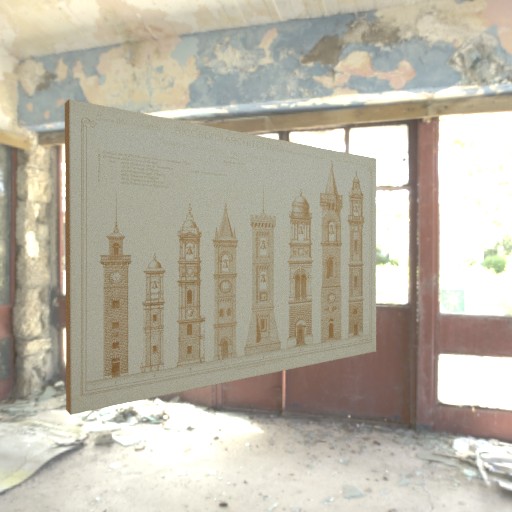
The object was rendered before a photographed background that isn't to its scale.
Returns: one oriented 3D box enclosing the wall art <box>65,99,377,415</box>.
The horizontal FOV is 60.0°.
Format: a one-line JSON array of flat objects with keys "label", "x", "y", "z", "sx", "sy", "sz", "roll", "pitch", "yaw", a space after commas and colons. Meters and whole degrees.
[{"label": "wall art", "x": 0.000, "y": 0.000, "z": 1.138, "sx": 0.915, "sy": 0.608, "sz": 0.033, "roll": 0, "pitch": 1, "yaw": -36}]
